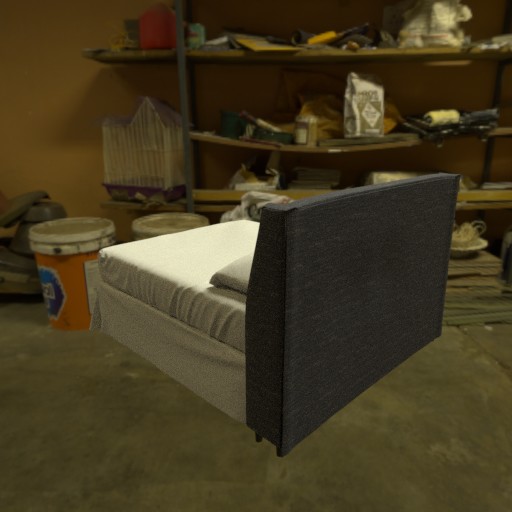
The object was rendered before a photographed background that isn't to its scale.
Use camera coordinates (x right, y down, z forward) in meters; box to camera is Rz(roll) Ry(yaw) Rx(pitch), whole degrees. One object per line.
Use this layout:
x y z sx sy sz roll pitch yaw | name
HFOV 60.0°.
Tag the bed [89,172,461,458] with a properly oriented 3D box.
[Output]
0.000 0.000 3.460 1.925 1.332 2.276 -16 23 -43 | bed
